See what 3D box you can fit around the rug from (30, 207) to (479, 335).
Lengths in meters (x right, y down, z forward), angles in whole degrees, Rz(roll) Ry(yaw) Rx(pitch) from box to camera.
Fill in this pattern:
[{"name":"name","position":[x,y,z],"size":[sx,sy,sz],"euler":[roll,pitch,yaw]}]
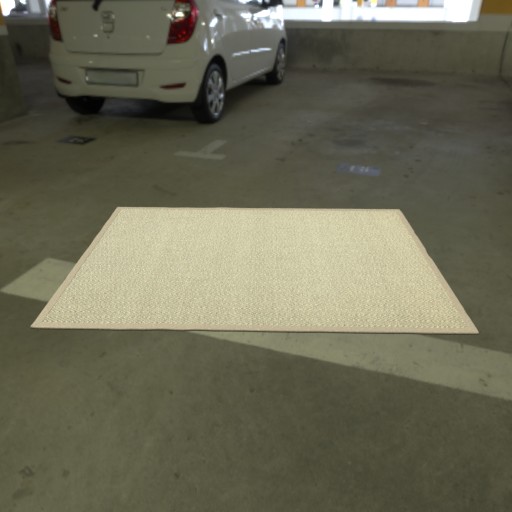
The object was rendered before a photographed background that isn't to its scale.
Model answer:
[{"name":"rug","position":[0.000,0.000,2.919],"size":[2.290,0.021,1.540],"euler":[1,30,1]}]
